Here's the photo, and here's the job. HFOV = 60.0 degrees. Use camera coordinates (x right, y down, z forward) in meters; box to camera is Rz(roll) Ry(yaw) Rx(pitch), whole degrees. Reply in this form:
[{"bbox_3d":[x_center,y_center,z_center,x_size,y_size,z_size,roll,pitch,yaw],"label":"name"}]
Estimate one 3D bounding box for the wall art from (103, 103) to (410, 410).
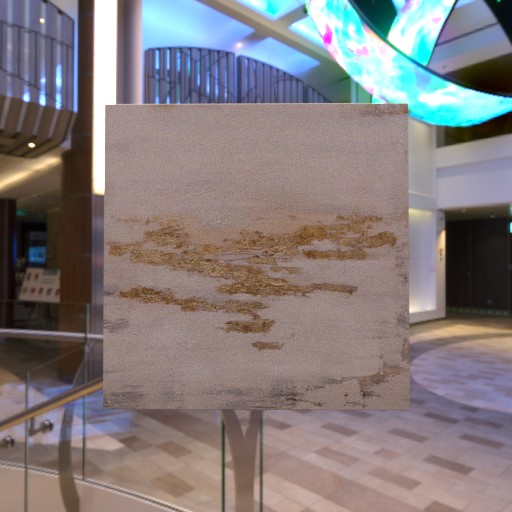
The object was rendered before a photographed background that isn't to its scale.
[{"bbox_3d":[0.000,0.000,0.905,0.611,0.613,0.040,0,-1,1],"label":"wall art"}]
